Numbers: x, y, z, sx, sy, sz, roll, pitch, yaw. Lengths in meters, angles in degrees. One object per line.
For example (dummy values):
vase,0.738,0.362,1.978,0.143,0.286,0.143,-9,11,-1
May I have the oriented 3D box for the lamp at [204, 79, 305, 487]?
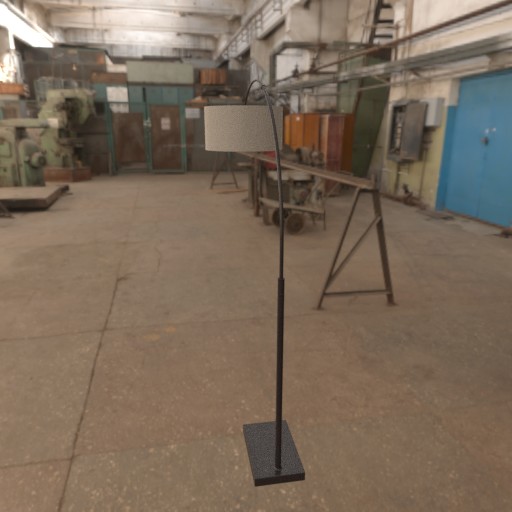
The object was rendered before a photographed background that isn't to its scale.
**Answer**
lamp,0.000,0.000,2.586,0.493,1.927,1.424,-3,17,-9
